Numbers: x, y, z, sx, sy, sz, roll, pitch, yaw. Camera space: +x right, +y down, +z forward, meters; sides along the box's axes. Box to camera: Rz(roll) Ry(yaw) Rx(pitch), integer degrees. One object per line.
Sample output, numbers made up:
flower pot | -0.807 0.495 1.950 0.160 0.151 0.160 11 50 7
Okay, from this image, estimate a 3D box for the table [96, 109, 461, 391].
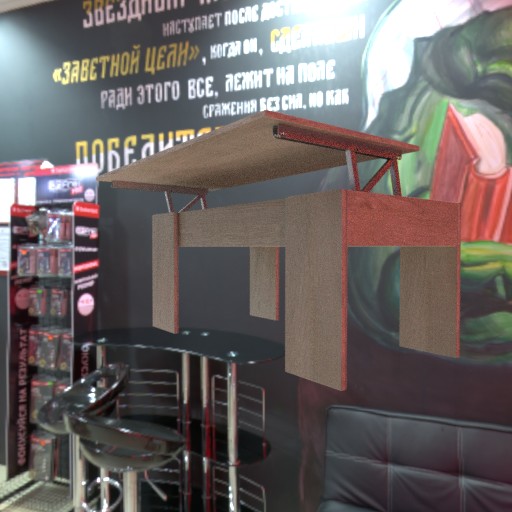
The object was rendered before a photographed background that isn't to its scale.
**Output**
table | 0.000 0.000 1.440 0.711 0.570 1.000 -1 1 -37
